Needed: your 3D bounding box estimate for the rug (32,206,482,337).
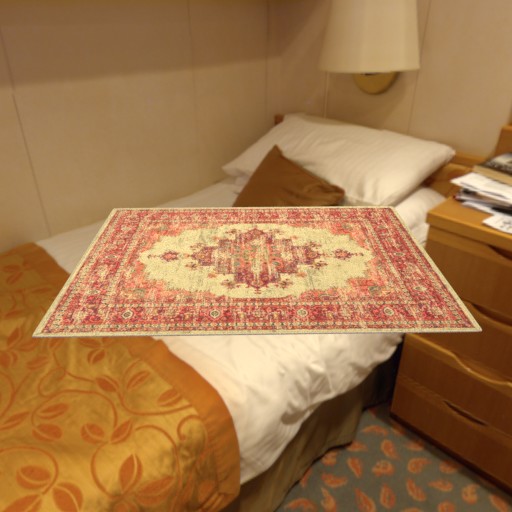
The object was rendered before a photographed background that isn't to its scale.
[{"bbox_3d":[0.000,0.000,3.690,2.878,0.014,2.005,-1,30,-1],"label":"rug"}]
